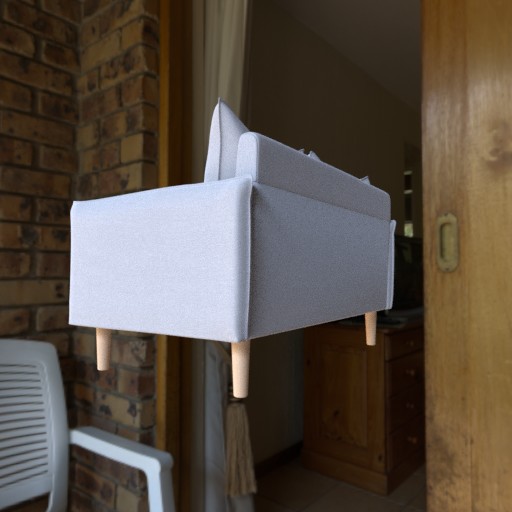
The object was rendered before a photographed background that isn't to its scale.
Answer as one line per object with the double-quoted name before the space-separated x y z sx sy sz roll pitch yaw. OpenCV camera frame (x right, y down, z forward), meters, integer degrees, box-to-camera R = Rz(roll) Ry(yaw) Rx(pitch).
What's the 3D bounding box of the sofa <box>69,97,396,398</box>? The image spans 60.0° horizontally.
"sofa" 0.000 0.000 1.886 0.820 0.840 1.300 -1 -2 34
